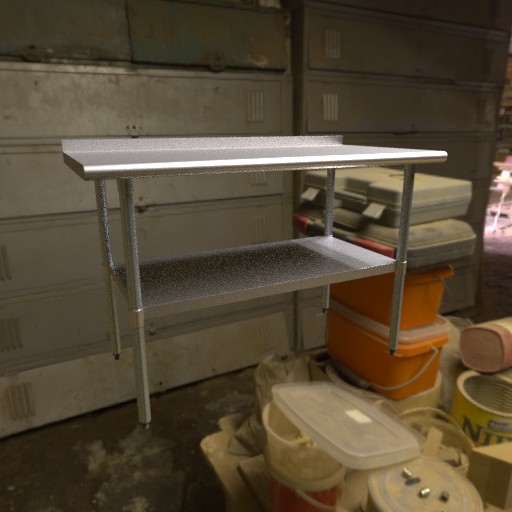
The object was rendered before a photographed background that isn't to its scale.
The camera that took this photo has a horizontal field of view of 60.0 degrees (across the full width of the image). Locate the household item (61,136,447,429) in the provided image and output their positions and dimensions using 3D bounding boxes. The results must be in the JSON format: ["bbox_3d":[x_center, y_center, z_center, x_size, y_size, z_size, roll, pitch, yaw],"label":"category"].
[{"bbox_3d":[0.000,0.000,1.676,1.219,0.851,0.610,-8,18,-26],"label":"household item"}]
